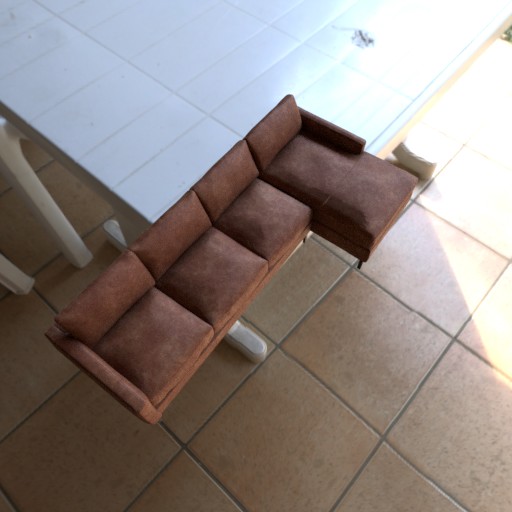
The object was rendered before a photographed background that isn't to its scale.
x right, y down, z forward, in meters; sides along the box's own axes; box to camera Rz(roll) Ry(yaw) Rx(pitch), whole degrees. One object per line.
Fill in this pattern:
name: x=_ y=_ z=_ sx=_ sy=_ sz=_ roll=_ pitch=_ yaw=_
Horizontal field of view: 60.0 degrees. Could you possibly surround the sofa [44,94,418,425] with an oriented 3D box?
sofa: x=0.000 y=0.000 z=3.628 sx=1.471 sy=0.859 sz=2.993 roll=32 pitch=64 yaw=18
